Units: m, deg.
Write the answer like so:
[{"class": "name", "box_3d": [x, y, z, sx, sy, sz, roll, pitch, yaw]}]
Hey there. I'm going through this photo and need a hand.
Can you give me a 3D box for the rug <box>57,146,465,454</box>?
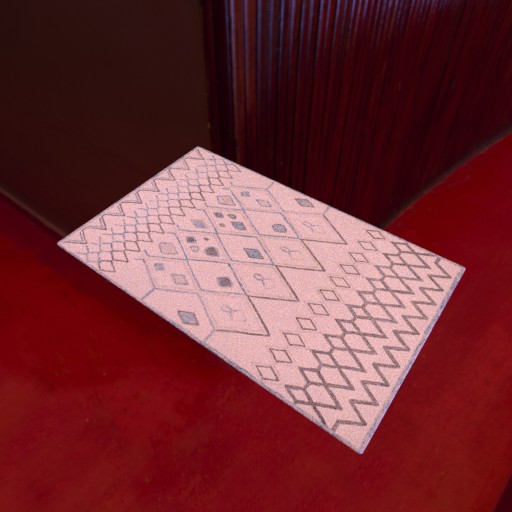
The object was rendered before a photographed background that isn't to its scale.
[{"class": "rug", "box_3d": [0.000, 0.000, 3.105, 2.439, 0.015, 1.524, 29, 54, 24]}]
